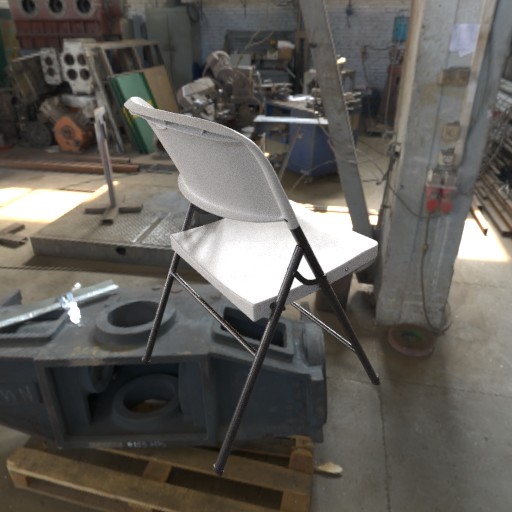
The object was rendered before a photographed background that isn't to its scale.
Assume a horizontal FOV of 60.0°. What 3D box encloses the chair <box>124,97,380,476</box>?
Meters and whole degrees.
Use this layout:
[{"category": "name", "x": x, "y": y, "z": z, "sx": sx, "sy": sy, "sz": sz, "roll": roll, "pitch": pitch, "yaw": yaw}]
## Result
[{"category": "chair", "x": 0.000, "y": 0.000, "z": 1.169, "sx": 0.566, "sy": 0.810, "sz": 0.494, "roll": -17, "pitch": 32, "yaw": -30}]
